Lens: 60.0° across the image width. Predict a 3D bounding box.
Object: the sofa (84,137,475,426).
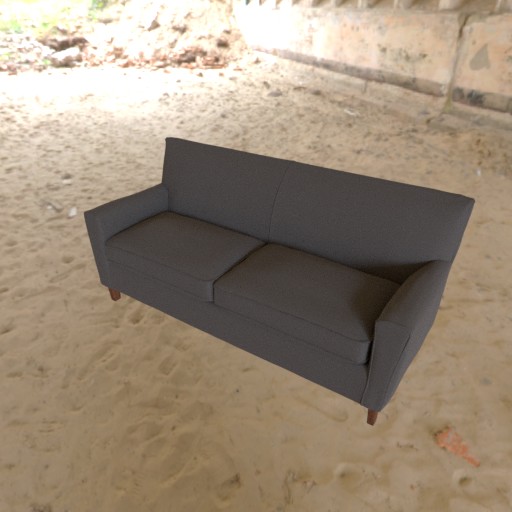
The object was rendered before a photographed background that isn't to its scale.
[{"bbox_3d":[0.000,0.000,2.534,2.002,0.907,0.843,19,35,29],"label":"sofa"}]
